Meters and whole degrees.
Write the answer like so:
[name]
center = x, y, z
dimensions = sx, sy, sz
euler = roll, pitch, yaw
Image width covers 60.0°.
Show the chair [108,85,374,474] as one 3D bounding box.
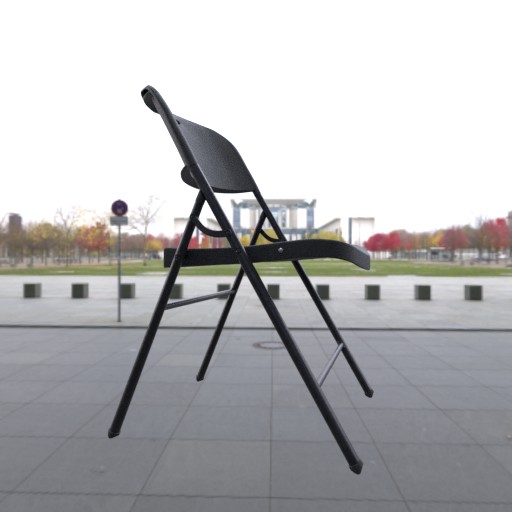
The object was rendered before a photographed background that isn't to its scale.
[chair]
center = 0.000, 0.000, 1.136
dimensions = 0.567, 0.810, 0.494
euler = 0, 0, 17
